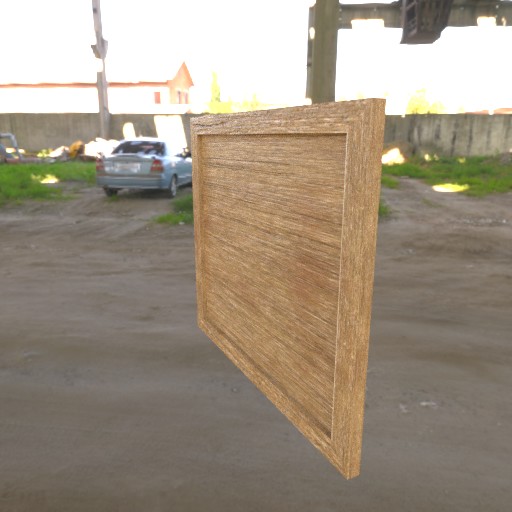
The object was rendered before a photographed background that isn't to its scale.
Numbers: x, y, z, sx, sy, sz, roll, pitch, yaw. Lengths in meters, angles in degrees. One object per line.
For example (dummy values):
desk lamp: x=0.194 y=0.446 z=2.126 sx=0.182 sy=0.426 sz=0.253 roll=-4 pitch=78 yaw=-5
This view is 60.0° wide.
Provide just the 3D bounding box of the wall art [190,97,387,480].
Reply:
wall art: x=0.000 y=0.000 z=0.945 sx=0.026 sy=0.588 sz=0.690 roll=-8 pitch=17 yaw=-27
